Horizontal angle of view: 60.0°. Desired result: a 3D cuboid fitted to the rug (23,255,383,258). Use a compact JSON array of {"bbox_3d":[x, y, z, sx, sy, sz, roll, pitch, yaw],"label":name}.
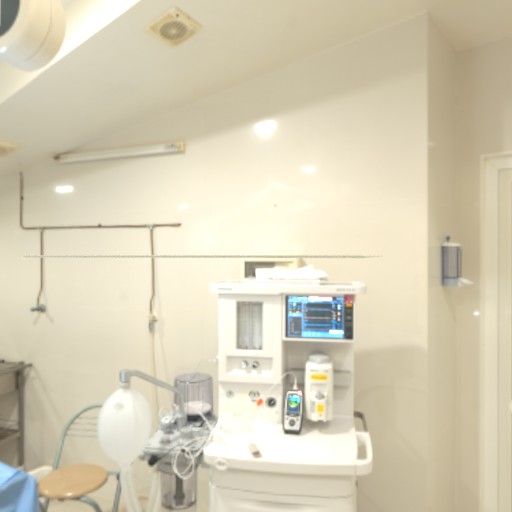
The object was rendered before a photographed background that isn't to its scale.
[{"bbox_3d":[0.000,0.000,2.307,1.225,0.008,1.827,0,0,18],"label":"rug"}]
